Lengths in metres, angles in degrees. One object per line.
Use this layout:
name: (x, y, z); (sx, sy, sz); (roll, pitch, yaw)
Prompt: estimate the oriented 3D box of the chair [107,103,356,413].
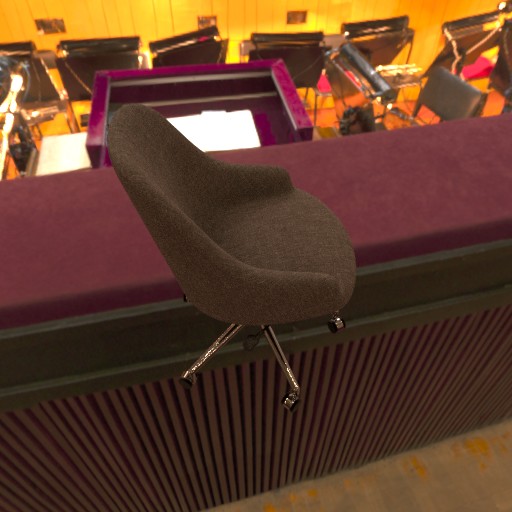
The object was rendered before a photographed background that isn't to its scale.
chair: (0.000, 0.000, 1.418); (0.712, 0.950, 0.671); (-9, 47, -8)
